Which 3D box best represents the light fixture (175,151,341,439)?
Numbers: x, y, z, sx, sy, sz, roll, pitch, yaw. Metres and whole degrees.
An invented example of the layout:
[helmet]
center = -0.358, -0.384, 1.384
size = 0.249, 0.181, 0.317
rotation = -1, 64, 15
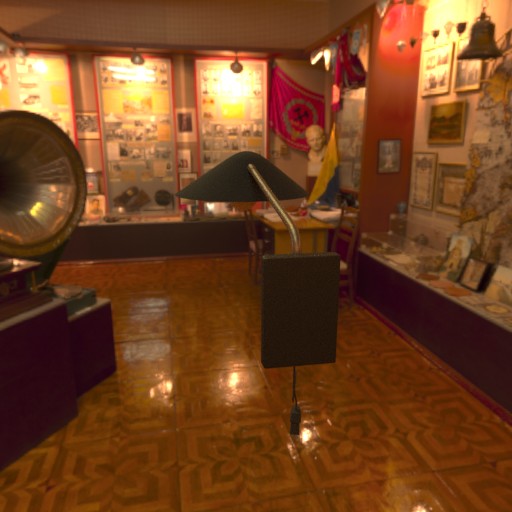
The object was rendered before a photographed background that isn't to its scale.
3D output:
[light fixture]
center = 0.000, 0.000, 0.683
size = 0.240, 0.312, 0.516
rotation = -2, 14, -10
